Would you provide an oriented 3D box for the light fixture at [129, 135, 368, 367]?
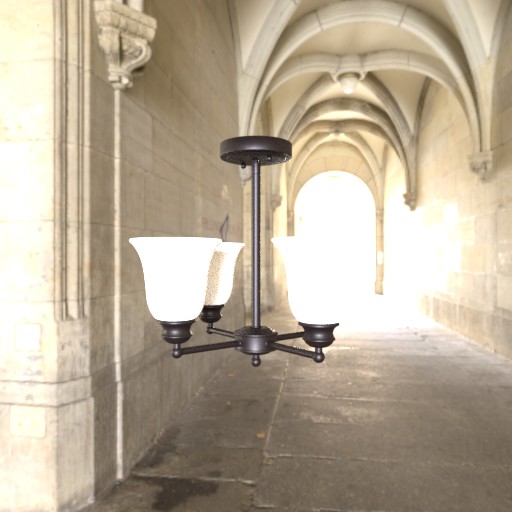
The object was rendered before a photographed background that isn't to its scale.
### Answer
[{"bbox_3d":[0.000,0.000,1.853,1.069,0.925,1.069,0,0,-37],"label":"light fixture"}]
